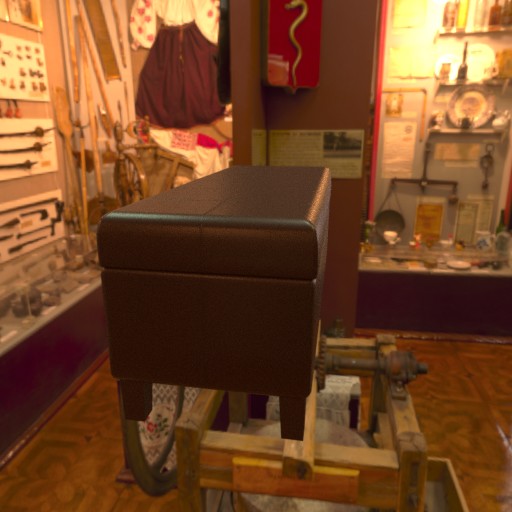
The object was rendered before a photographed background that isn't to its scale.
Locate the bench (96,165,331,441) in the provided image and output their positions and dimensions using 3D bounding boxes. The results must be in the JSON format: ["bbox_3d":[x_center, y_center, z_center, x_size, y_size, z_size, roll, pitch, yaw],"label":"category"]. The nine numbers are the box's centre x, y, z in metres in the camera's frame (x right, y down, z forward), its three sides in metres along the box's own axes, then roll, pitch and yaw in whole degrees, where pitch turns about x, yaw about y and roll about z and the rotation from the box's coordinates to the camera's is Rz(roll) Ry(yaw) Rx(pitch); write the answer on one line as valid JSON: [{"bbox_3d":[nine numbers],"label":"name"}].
[{"bbox_3d":[0.000,0.000,1.362,0.429,0.457,1.092,3,17,10],"label":"bench"}]
